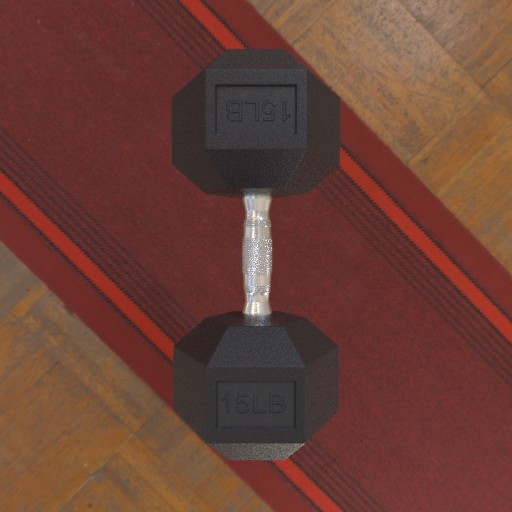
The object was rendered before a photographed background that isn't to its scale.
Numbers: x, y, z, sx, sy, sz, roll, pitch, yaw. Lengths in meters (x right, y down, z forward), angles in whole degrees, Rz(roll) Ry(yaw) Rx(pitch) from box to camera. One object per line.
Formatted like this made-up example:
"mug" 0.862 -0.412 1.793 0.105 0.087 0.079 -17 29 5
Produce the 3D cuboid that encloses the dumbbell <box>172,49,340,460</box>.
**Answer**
"dumbbell" 0.000 0.000 0.324 0.122 0.106 0.271 0 92 0
